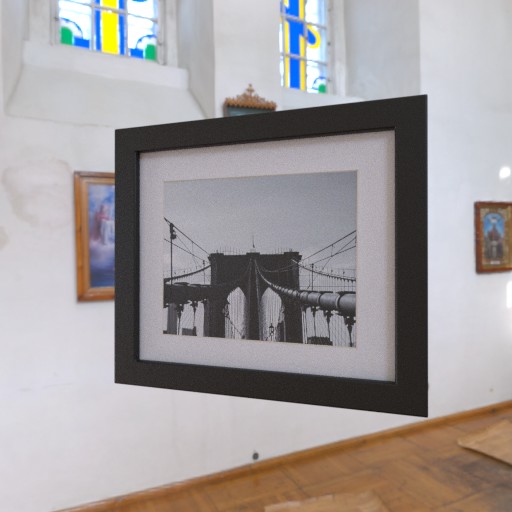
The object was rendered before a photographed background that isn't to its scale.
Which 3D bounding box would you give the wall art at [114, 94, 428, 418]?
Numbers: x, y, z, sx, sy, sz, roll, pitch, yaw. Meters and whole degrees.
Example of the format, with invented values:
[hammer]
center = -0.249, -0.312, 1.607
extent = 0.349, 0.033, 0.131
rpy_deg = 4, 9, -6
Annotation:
[wall art]
center = 0.000, 0.000, 0.527
extent = 0.380, 0.330, 0.028
rpy_deg = 0, 0, 19
